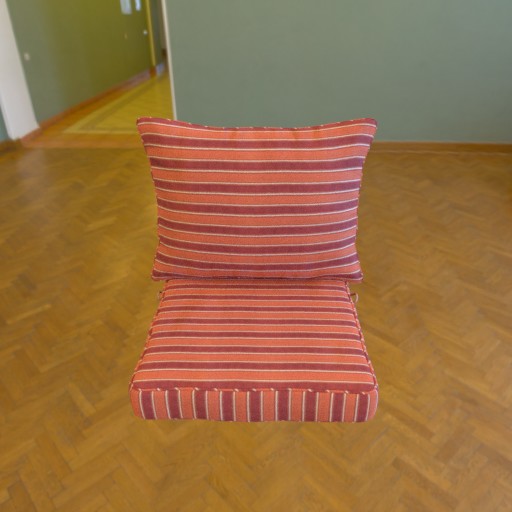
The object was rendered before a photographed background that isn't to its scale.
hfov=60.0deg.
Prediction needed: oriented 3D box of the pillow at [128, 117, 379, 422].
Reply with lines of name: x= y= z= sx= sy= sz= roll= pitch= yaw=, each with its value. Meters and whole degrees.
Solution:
pillow: x=0.000 y=0.000 z=1.383 sx=0.799 sy=0.723 sz=0.733 roll=0 pitch=30 yaw=1
